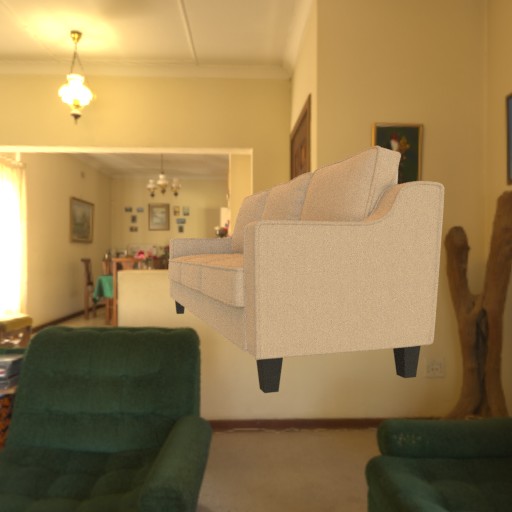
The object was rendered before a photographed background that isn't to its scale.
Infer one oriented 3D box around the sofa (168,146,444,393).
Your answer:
[{"bbox_3d":[0.000,0.000,2.551,0.791,0.902,2.131,0,1,-18],"label":"sofa"}]
